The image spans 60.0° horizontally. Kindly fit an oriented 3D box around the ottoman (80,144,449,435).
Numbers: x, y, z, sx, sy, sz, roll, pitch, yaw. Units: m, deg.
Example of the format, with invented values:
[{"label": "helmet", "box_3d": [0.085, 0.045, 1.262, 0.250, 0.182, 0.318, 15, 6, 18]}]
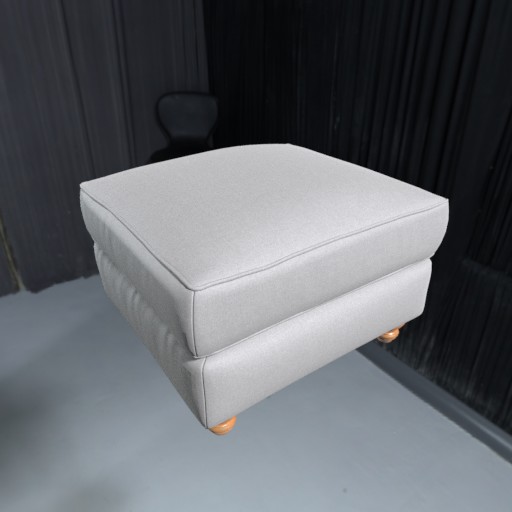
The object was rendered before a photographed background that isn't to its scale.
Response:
[{"label": "ottoman", "box_3d": [0.000, 0.000, 1.186, 0.721, 0.505, 0.662, -19, 34, -30]}]
